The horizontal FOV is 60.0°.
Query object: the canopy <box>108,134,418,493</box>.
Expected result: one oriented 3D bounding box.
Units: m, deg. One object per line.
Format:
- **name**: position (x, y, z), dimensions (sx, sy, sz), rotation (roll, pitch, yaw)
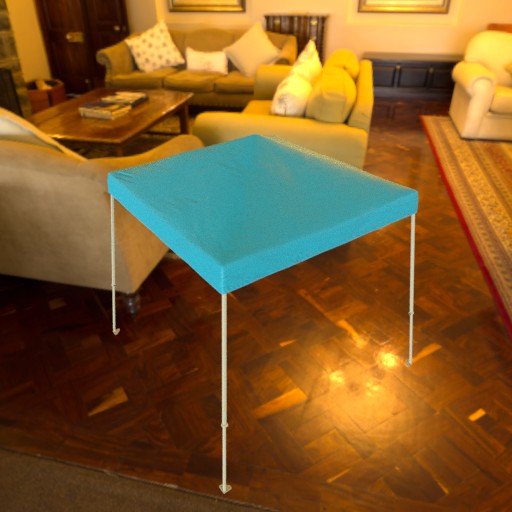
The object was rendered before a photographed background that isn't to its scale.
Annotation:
- **canopy**: position (0.000, 0.000, 5.154), dimensions (2.849, 2.850, 2.850), rotation (-21, 38, -30)
